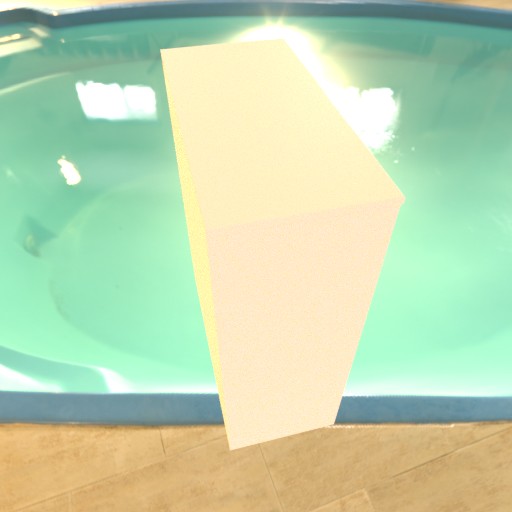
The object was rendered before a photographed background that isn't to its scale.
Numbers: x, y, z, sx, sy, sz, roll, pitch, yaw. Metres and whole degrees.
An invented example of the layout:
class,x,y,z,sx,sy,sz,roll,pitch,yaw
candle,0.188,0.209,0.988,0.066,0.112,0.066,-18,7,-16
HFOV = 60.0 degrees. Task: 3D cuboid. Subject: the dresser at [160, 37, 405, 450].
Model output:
class,x,y,z,sx,sy,sz,roll,pitch,yaw
dresser,0.000,0.000,1.442,0.380,1.040,0.800,-10,47,-10
